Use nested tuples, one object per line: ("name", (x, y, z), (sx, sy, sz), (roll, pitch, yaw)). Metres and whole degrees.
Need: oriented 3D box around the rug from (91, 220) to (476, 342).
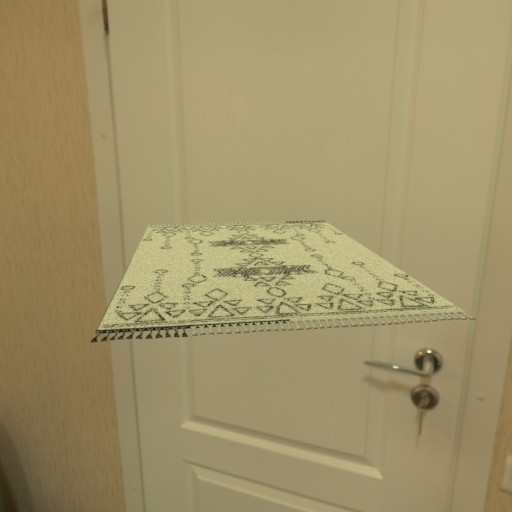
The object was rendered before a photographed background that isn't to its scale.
("rug", (0.000, 0.000, 2.909), (1.600, 0.013, 2.312), (-2, 15, -8))
